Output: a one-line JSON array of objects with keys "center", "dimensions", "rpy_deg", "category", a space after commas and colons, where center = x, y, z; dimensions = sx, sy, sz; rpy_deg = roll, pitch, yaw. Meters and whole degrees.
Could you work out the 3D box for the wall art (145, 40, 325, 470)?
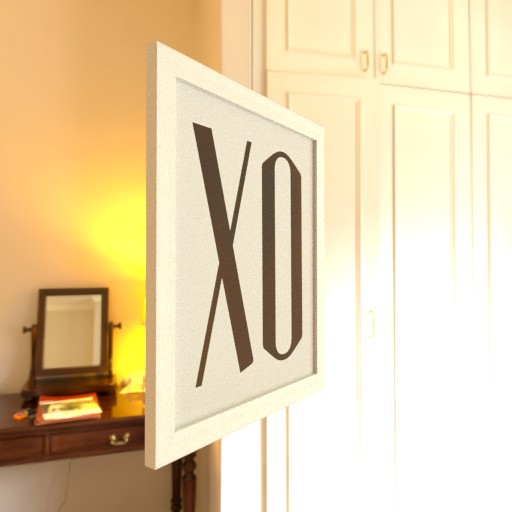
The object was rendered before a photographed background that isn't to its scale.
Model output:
[{"center": [0.000, 0.000, 0.736], "dimensions": [0.020, 0.536, 0.444], "rpy_deg": [-1, -1, 37], "category": "wall art"}]
